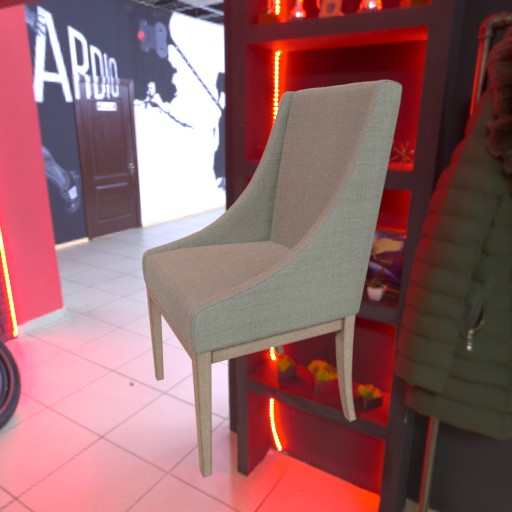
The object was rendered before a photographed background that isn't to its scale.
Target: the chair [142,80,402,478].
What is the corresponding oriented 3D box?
[{"bbox_3d":[0.000,0.000,1.398,0.611,1.021,0.575,-8,18,-24],"label":"chair"}]
